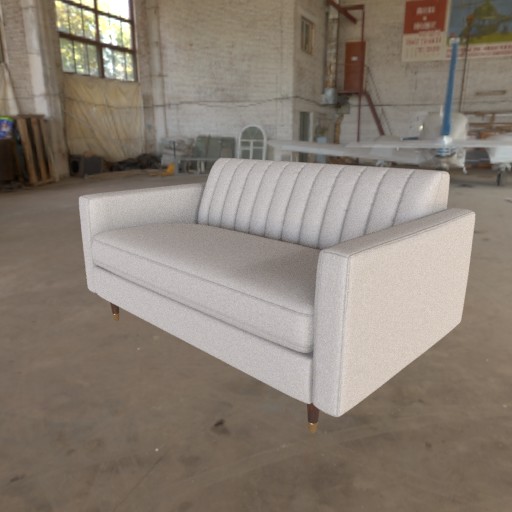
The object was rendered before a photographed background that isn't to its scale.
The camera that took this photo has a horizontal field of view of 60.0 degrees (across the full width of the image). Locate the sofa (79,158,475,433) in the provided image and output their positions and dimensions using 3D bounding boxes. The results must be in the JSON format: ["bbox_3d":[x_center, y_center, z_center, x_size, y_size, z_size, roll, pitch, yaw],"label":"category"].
[{"bbox_3d":[0.000,0.000,2.040,1.585,0.801,0.950,15,21,42],"label":"sofa"}]
